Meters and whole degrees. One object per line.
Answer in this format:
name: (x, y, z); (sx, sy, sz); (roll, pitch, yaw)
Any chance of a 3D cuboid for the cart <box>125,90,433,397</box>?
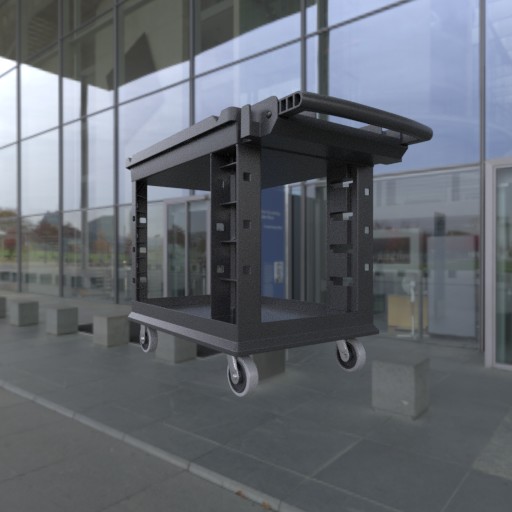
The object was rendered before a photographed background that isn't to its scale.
cart: (0.000, 0.000, 1.774); (0.674, 0.884, 1.239); (0, 0, -36)
